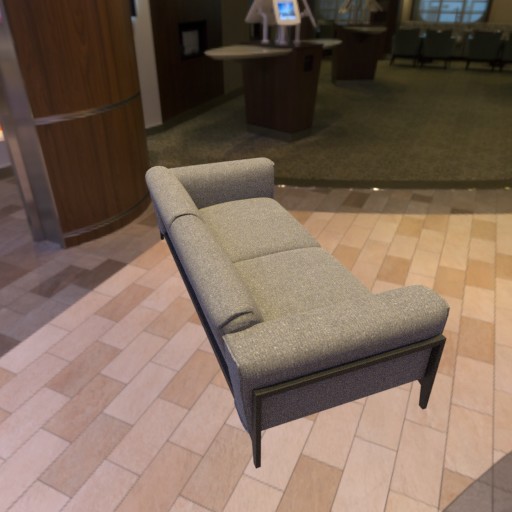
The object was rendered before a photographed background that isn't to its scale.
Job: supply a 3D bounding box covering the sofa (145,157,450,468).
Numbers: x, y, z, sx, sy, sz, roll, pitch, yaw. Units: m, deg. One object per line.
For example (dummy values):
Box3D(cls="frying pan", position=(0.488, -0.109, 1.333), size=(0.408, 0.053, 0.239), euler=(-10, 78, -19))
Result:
Box3D(cls="sofa", position=(0.000, 0.000, 2.630), size=(0.985, 0.703, 2.125), euler=(-11, 33, -18))
